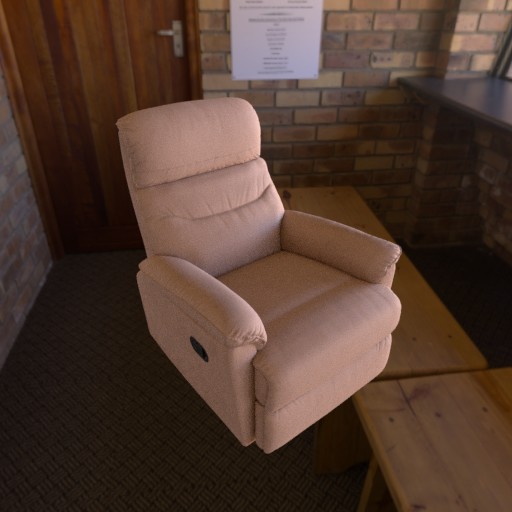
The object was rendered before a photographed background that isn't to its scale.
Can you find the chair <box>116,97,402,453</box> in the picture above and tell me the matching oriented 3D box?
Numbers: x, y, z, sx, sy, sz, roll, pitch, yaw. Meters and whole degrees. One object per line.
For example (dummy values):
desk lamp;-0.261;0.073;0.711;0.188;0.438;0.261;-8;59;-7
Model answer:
chair;0.000;0.000;1.739;0.820;1.037;1.004;-22;37;-33
